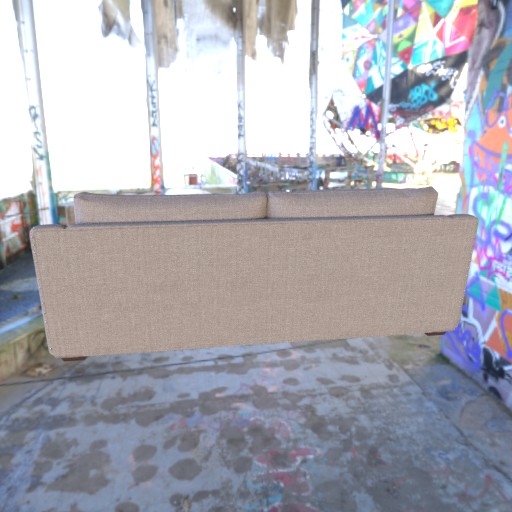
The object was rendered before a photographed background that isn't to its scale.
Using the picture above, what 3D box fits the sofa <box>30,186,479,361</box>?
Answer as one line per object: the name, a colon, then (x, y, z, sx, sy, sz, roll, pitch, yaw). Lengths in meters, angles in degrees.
sofa: (0.000, 0.000, 2.679, 2.208, 0.857, 1.000, -2, 14, -9)
